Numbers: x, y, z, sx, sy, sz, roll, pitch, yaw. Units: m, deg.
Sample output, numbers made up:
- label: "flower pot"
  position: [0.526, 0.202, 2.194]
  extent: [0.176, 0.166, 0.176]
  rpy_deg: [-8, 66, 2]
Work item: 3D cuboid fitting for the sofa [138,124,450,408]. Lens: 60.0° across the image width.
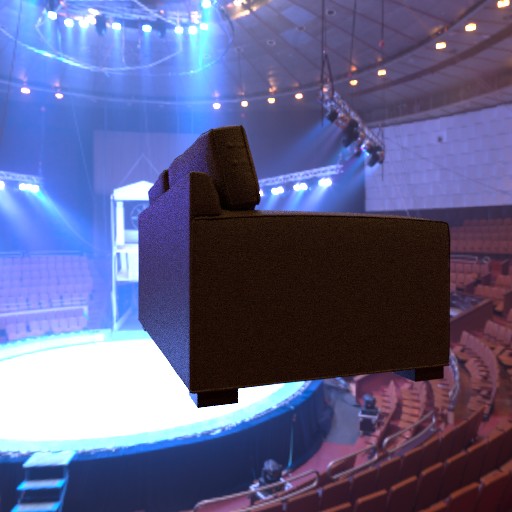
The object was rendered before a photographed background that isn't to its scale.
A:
- label: "sofa"
  position: [0.000, 0.000, 2.164]
  extent: [0.974, 0.887, 1.534]
  rpy_deg: [0, 0, -20]
